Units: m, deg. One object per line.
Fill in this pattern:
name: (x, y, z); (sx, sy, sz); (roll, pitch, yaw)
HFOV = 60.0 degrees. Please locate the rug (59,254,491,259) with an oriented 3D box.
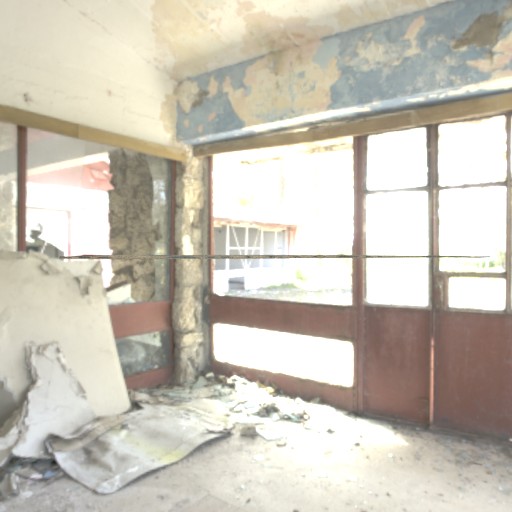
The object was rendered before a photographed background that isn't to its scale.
rug: (0.000, 0.000, 4.239); (3.228, 0.024, 2.443); (0, 0, -18)
